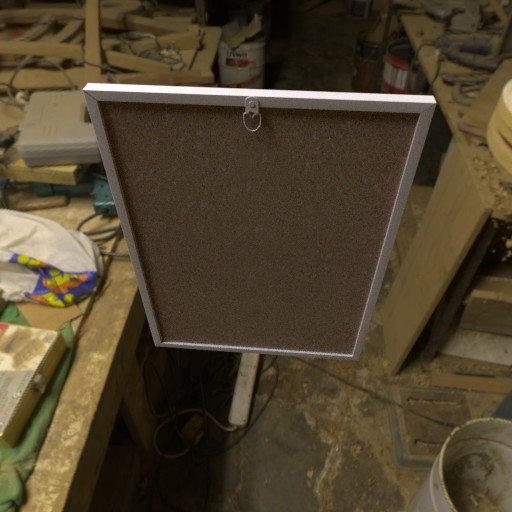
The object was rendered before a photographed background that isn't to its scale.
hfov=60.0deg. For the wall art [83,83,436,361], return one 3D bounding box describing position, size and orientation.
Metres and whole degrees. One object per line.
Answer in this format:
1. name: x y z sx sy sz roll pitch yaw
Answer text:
1. wall art: 0.000 0.000 1.388 0.805 1.056 0.042 3 45 3
